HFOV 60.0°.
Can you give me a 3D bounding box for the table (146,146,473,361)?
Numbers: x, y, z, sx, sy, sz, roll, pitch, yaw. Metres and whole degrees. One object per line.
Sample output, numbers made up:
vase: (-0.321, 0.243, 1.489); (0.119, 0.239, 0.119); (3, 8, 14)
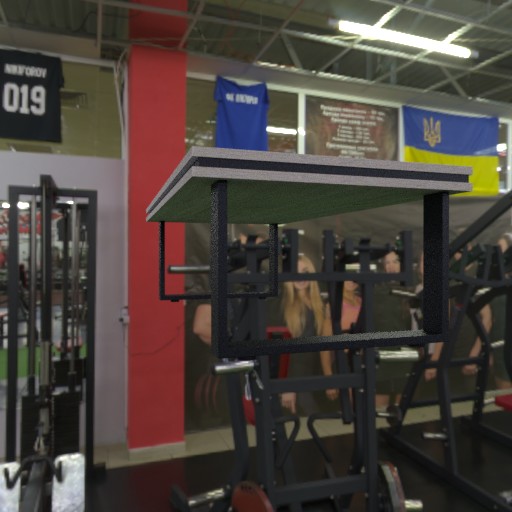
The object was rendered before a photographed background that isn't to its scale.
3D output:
table: (0.000, 0.000, 1.640); (0.700, 0.450, 1.350); (0, 0, -18)
